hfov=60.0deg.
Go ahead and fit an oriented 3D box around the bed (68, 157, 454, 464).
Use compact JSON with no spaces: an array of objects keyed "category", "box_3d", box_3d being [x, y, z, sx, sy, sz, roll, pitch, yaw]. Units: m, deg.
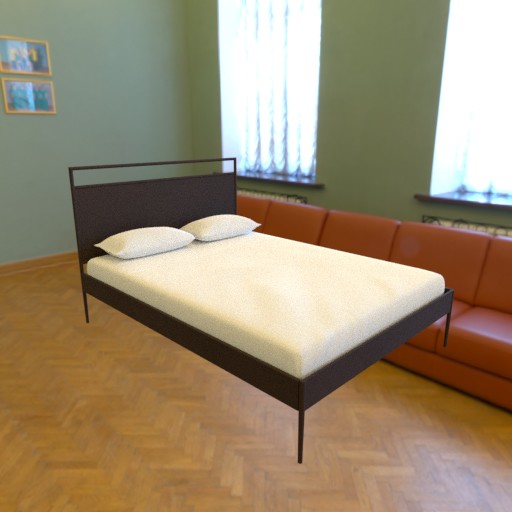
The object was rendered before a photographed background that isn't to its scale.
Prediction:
[{"category":"bed","box_3d":[0.000,0.000,3.048,2.122,1.173,1.572,15,22,43]}]
